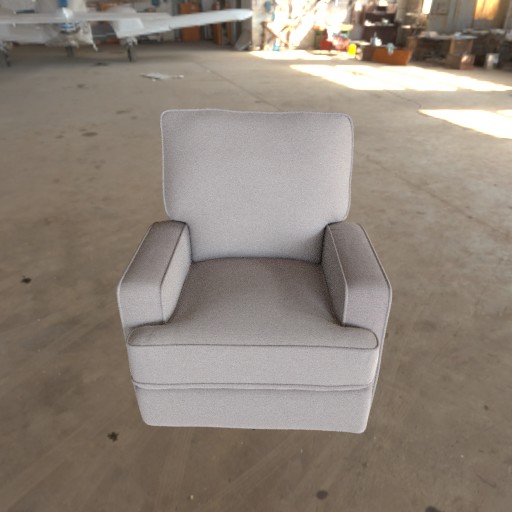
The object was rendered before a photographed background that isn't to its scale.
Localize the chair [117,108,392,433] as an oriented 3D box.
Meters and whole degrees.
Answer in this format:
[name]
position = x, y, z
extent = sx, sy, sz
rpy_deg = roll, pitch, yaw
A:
[chair]
position = 0.000, 0.000, 1.671
extent = 0.861, 0.964, 0.969
rpy_deg = 1, 30, 1
